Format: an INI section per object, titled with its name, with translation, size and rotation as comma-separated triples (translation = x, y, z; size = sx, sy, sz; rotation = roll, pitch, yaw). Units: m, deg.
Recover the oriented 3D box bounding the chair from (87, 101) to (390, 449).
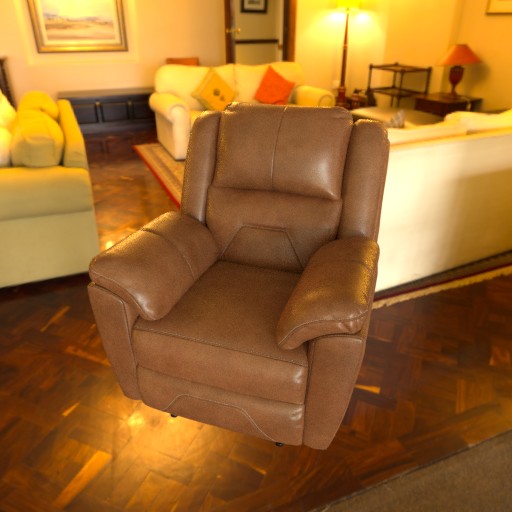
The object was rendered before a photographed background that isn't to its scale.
[chair]
translation = 0.000, 0.000, 1.848
size = 0.990, 1.093, 1.041
rotation = 9, 29, 16
